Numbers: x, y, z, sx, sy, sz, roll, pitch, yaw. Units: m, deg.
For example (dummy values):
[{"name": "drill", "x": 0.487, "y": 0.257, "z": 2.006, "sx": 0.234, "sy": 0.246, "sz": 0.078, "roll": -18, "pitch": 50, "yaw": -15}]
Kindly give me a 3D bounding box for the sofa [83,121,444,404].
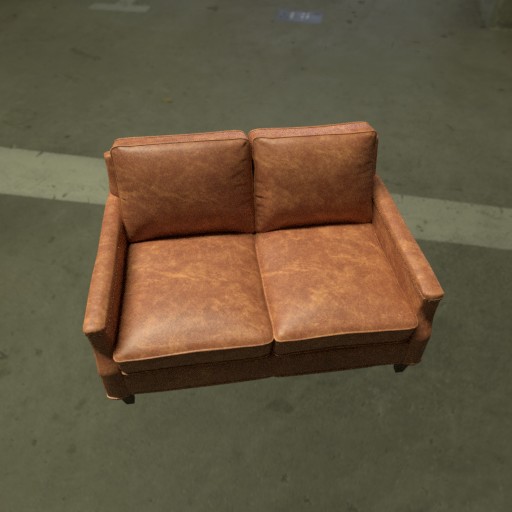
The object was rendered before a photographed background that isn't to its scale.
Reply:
[{"name": "sofa", "x": 0.000, "y": 0.000, "z": 2.320, "sx": 1.597, "sy": 1.003, "sz": 1.084, "roll": -5, "pitch": 47, "yaw": -5}]
